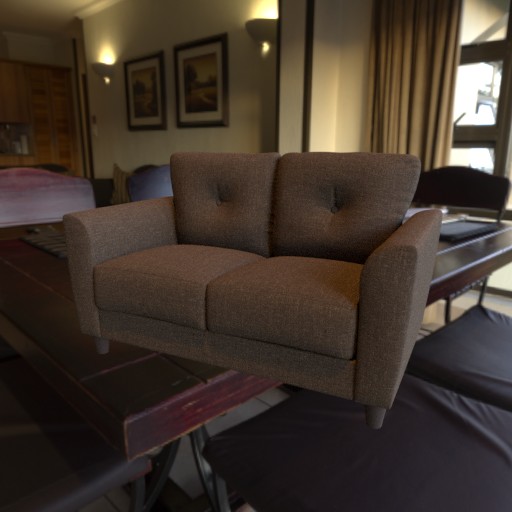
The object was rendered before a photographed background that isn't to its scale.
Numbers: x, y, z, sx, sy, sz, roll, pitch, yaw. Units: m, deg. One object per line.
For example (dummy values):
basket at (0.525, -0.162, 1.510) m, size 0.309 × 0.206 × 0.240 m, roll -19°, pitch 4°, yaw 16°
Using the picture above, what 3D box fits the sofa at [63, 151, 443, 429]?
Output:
sofa at (0.000, 0.000, 1.934) m, size 1.423 × 0.885 × 0.851 m, roll 7°, pitch 15°, yaw 26°
